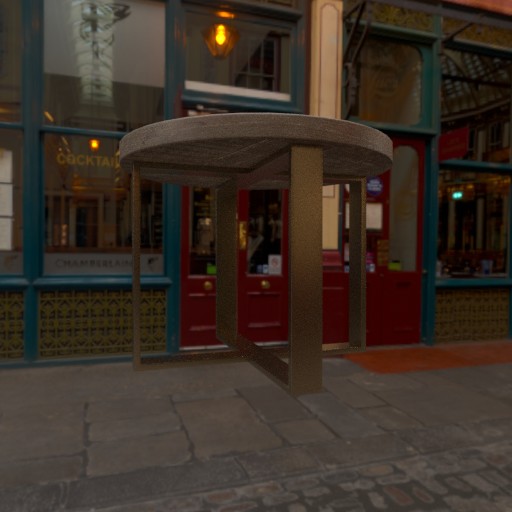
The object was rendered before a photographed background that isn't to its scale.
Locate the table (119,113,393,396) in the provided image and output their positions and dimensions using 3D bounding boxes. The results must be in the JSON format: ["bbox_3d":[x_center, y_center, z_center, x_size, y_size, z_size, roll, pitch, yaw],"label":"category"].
[{"bbox_3d":[0.000,0.000,0.948,0.557,0.437,0.557,0,1,0],"label":"table"}]
